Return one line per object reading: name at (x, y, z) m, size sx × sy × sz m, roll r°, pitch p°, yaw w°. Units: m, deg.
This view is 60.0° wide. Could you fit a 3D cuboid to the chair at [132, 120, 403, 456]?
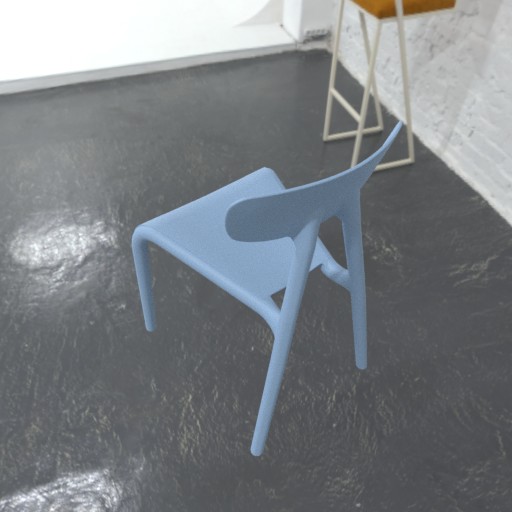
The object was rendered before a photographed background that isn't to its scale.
chair at (0.000, 0.000, 0.811) m, size 0.356 × 0.580 × 0.401 m, roll -30°, pitch 53°, yaw -26°
